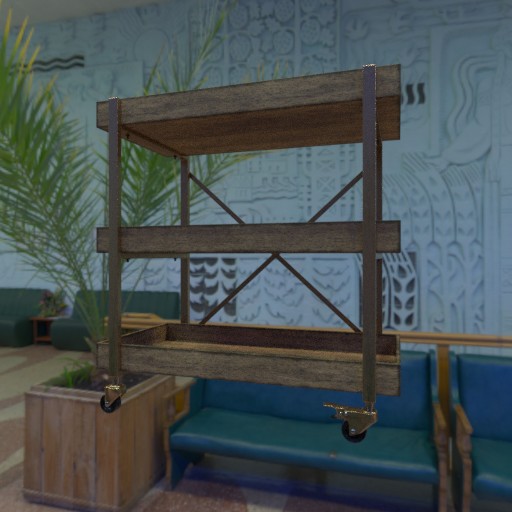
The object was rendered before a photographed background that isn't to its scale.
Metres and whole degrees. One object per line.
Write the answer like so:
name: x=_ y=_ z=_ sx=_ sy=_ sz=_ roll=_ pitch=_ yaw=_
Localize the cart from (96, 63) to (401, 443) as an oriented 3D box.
cart: x=0.000 y=0.000 z=1.209 sx=0.750 sy=0.799 sz=0.416 roll=0 pitch=0 yaw=18
